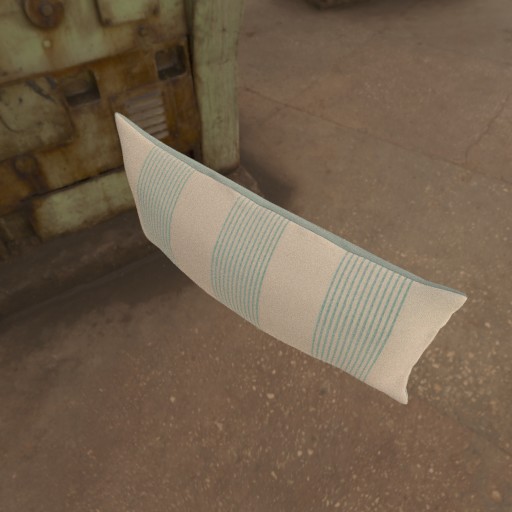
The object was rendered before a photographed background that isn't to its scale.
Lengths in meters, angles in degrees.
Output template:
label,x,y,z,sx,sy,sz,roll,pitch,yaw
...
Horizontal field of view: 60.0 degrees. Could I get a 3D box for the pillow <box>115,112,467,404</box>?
label,x,y,z,sx,sy,sz,roll,pitch,yaw
pillow,0.000,0.000,0.722,0.610,0.287,0.151,31,56,24
